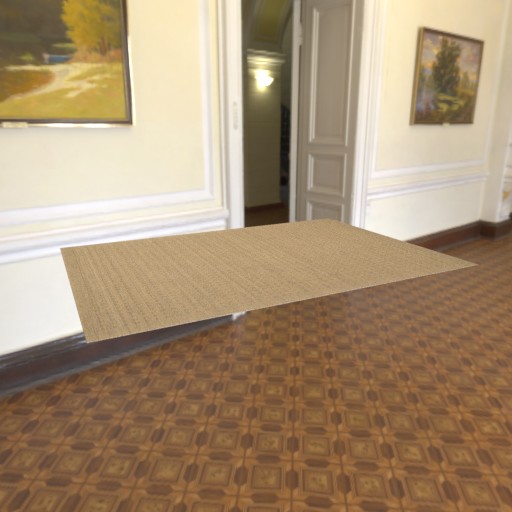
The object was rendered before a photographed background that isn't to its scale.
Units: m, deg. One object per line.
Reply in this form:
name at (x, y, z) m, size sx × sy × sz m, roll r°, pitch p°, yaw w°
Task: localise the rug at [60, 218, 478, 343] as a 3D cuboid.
rug at (0.000, 0.000, 3.701) m, size 2.895 × 0.006 × 1.981 m, roll -8°, pitch 18°, yaw -25°
